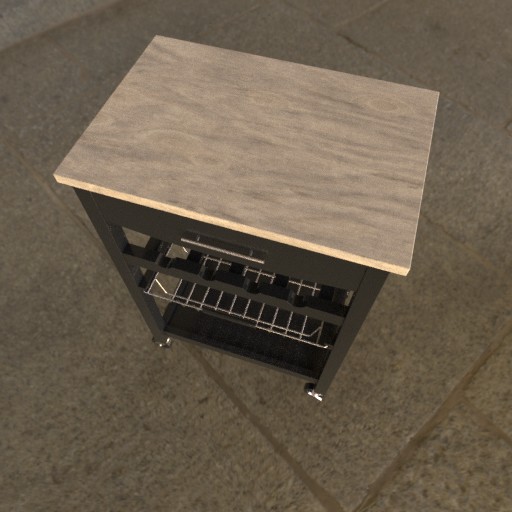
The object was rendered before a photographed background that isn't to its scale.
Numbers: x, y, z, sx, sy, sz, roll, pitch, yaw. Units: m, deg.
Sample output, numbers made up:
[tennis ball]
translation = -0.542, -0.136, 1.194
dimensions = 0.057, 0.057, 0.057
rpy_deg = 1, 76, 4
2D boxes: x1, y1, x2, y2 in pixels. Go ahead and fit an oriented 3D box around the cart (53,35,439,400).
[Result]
[cart]
translation = 0.000, 0.000, 1.127
dimensions = 0.584, 0.839, 0.403
rpy_deg = 16, 60, 9
